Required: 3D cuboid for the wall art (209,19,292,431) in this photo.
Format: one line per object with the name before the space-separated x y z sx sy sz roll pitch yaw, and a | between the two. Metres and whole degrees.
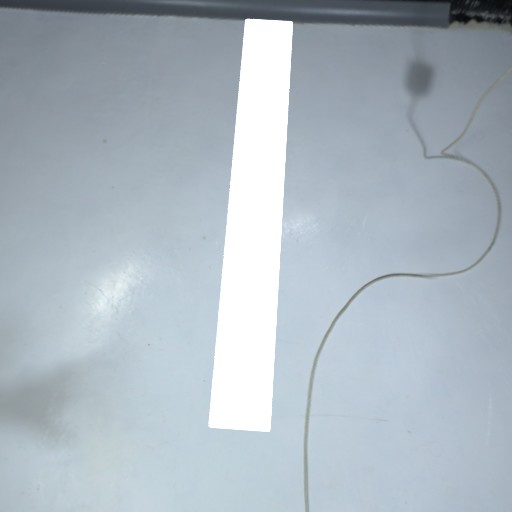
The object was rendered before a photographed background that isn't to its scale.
wall art | 0.000 0.000 0.456 0.038 0.305 0.305 4 74 1
